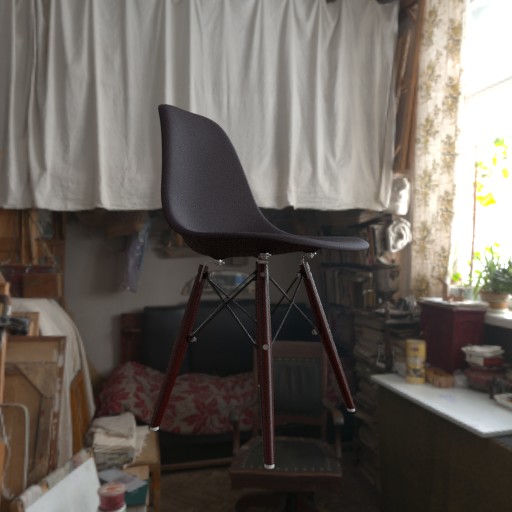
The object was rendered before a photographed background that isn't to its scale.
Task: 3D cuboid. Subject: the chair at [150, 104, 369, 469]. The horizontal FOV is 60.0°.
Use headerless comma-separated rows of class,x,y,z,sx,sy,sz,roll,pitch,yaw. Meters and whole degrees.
chair,0.000,0.000,1.126,0.533,0.826,0.470,1,1,36
